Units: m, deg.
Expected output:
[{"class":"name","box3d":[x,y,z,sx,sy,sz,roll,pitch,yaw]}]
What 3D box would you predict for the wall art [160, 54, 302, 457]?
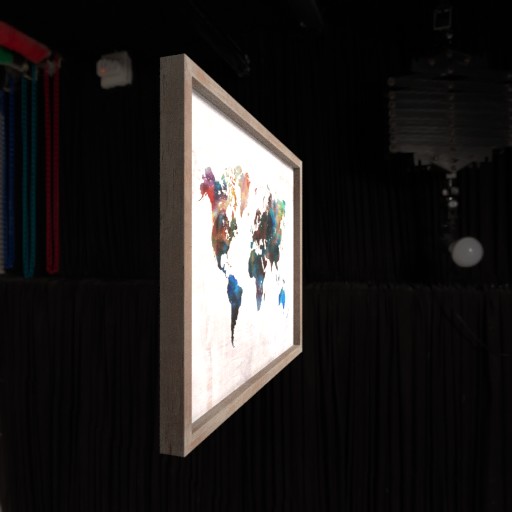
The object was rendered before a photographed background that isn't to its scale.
[{"class":"wall art","box3d":[0.000,0.000,1.745,0.070,1.009,1.320,0,0,19]}]
